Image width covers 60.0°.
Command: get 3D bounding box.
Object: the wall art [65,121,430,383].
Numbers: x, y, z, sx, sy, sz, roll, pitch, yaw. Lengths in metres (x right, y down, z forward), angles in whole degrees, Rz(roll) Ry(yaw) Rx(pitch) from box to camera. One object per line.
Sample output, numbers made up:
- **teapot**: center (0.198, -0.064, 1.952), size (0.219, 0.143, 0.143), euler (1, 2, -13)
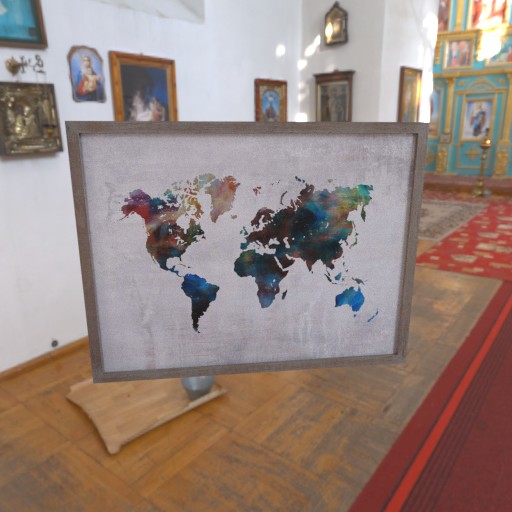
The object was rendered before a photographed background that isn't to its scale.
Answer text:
- **wall art**: center (0.000, 0.000, 1.334), size (1.012, 0.774, 0.019), euler (-2, 15, -7)
